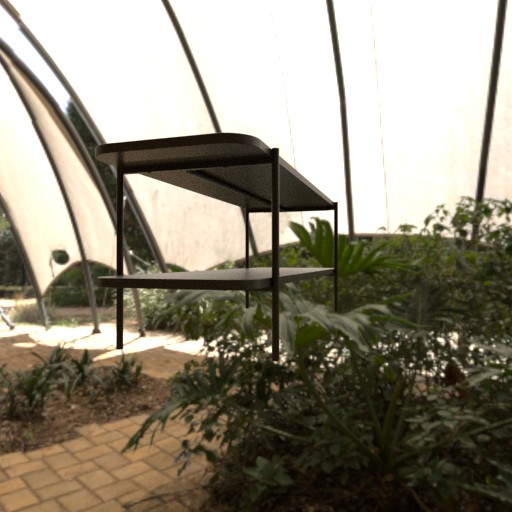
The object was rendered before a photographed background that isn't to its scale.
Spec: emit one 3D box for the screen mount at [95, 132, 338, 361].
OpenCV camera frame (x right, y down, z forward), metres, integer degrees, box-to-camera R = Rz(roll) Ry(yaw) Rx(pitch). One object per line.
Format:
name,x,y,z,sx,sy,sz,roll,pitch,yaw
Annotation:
screen mount,0.000,0.000,1.426,0.400,0.447,1.200,0,0,18
